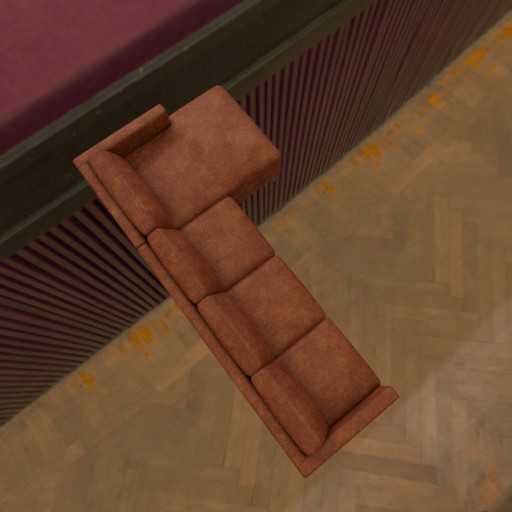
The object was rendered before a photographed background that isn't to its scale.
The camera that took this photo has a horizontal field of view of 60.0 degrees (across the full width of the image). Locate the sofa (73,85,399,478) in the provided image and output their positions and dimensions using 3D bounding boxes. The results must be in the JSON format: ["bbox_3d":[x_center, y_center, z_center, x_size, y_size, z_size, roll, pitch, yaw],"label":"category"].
[{"bbox_3d":[0.000,0.000,3.933,1.581,0.883,3.203,-37,78,-9],"label":"sofa"}]
